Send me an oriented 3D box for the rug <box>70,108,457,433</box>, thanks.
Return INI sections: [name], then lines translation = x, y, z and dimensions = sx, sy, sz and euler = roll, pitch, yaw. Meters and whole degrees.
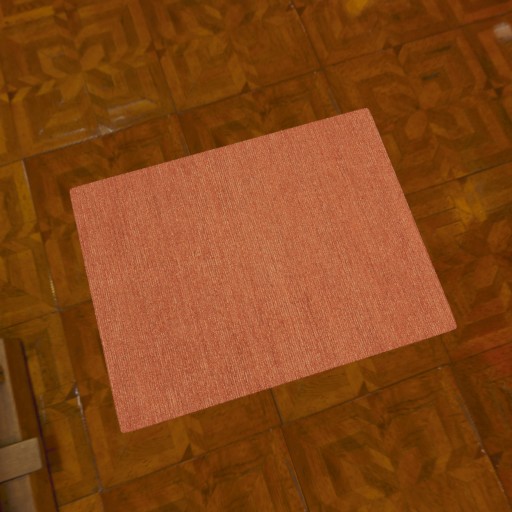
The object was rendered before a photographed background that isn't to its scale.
[rug]
translation = 0.000, 0.000, 2.827
dimensions = 2.112, 0.009, 1.594
euler = -16, 77, -4
